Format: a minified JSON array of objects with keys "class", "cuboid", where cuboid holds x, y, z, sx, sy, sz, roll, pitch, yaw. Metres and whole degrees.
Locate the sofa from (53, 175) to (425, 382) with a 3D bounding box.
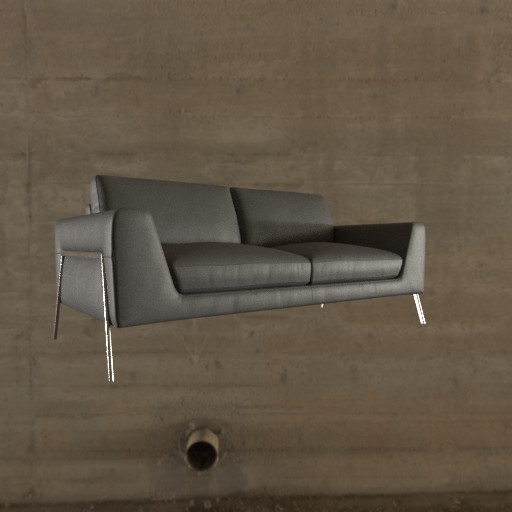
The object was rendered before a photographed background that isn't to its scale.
[{"class":"sofa","cuboid":[0.000,0.000,2.585,2.017,0.875,0.953,-1,2,-37]}]
